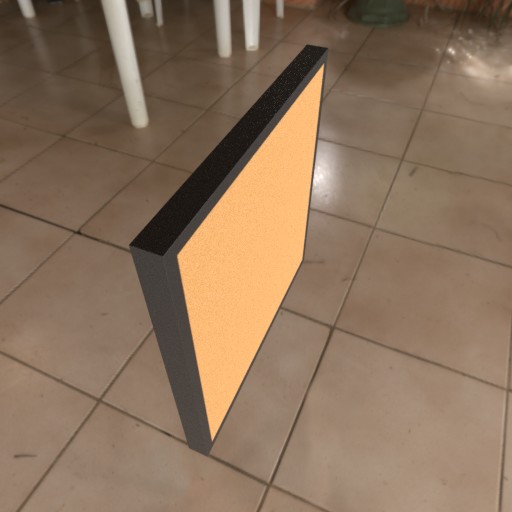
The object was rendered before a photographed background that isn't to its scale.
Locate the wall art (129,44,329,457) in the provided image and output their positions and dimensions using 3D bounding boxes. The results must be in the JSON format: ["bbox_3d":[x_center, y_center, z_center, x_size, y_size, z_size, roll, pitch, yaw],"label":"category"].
[{"bbox_3d":[0.000,0.000,0.748,0.037,0.506,0.506,18,49,16],"label":"wall art"}]
